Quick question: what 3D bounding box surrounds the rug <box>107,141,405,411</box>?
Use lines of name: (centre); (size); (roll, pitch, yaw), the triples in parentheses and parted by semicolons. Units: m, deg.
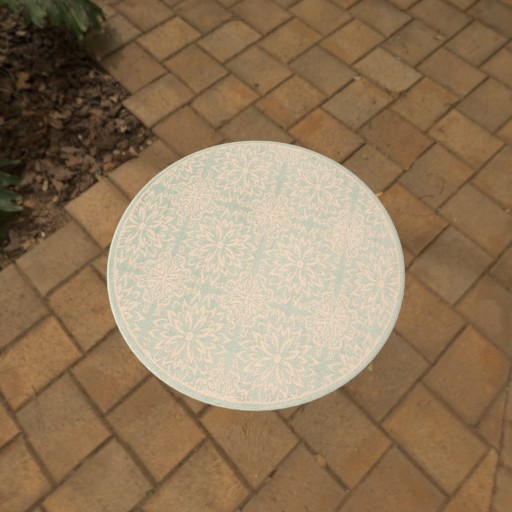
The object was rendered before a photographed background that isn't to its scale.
rug: (0.000, 0.000, 2.393); (1.593, 0.012, 1.593); (0, 64, 0)
